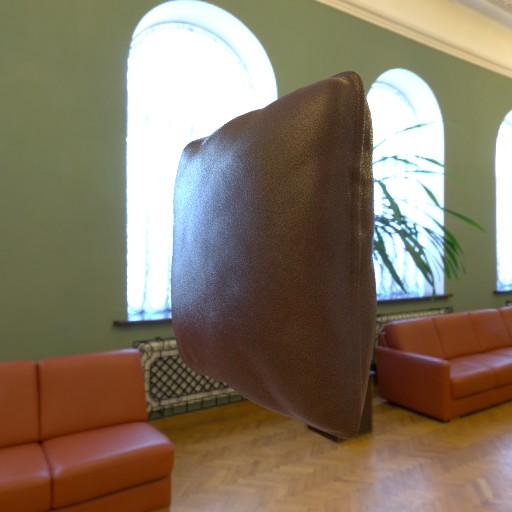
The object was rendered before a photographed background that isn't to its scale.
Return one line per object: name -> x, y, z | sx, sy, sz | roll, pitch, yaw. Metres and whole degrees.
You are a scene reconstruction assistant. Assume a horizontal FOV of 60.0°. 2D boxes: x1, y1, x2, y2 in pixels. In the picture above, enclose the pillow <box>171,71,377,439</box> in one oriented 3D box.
pillow -> 0.000, 0.000, 0.820 | 0.236, 0.523, 0.532 | 0, 0, -34
